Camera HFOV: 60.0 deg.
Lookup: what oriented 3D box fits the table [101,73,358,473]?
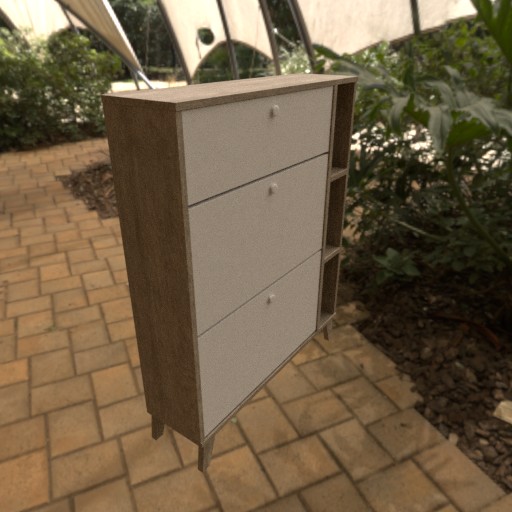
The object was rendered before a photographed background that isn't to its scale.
[{"bbox_3d":[0.000,0.000,1.562,0.256,1.135,0.902,18,31,32],"label":"table"}]
